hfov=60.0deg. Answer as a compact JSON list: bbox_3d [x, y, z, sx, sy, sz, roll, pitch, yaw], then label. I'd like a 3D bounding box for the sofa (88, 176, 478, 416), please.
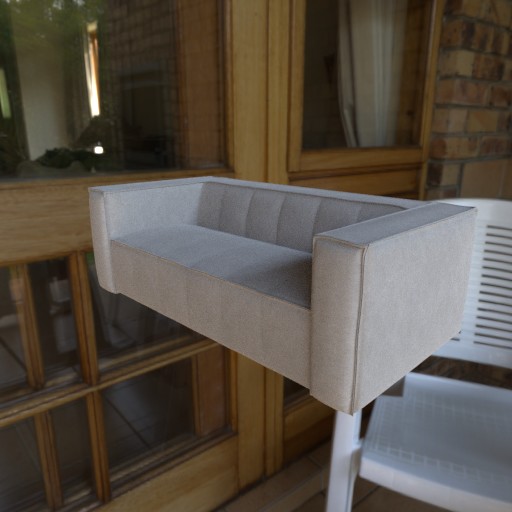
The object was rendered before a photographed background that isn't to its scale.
[{"bbox_3d":[0.000,0.000,2.473,1.038,0.680,1.995,-15,22,-43],"label":"sofa"}]
